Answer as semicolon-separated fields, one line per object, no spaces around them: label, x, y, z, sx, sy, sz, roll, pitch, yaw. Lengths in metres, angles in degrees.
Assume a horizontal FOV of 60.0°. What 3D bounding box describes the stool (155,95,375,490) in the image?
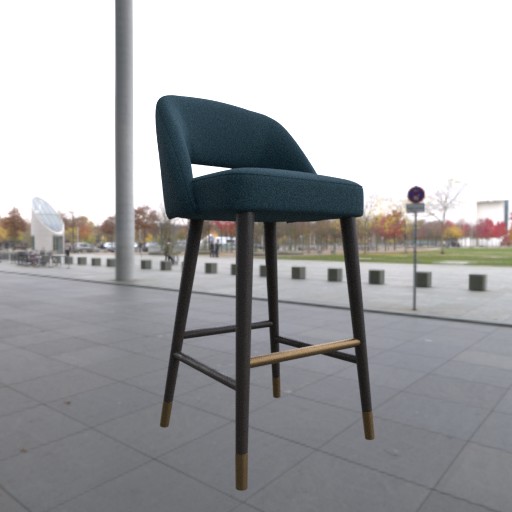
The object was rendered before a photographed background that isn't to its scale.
stool;0.000;0.000;1.314;0.536;1.032;0.522;-1;2;-36
